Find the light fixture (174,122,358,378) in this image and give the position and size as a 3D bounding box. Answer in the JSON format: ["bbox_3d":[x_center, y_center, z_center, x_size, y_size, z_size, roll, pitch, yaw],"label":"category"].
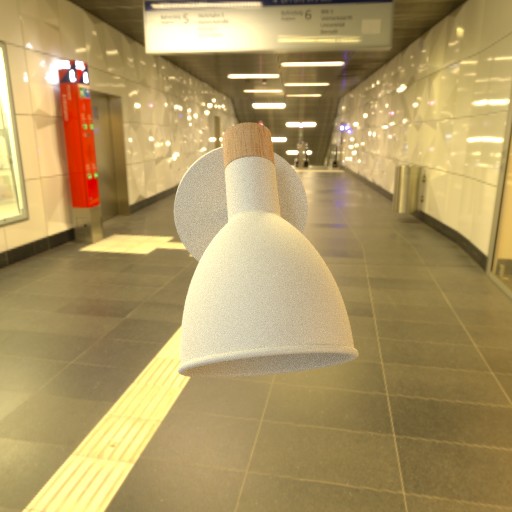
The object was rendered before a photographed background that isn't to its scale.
[{"bbox_3d":[0.000,0.000,0.341,0.127,0.199,0.209,-2,15,-8],"label":"light fixture"}]
